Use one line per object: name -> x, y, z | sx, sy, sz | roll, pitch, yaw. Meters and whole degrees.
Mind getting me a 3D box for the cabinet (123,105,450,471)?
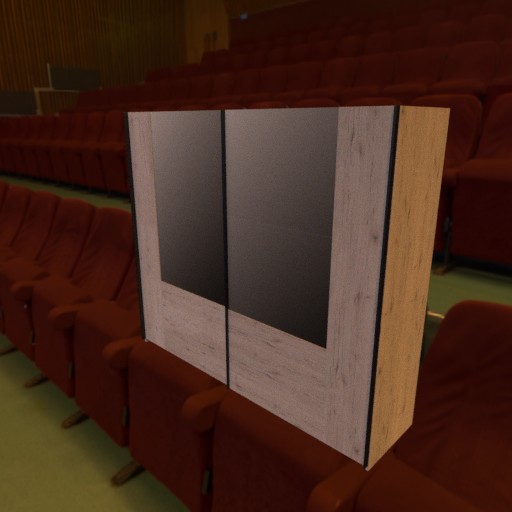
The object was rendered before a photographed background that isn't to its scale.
cabinet -> 0.000, 0.000, 3.500 | 2.500, 2.180, 0.660 | 15, 23, 41
